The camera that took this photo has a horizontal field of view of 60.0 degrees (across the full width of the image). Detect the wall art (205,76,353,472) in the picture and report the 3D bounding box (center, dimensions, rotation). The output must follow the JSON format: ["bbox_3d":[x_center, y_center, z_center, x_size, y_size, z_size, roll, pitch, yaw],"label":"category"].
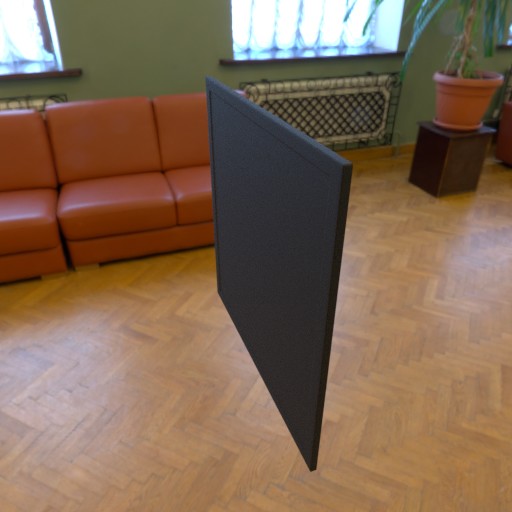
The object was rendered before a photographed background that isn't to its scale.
[{"bbox_3d":[0.000,0.000,0.849,0.012,0.558,0.562,-11,34,-18],"label":"wall art"}]
